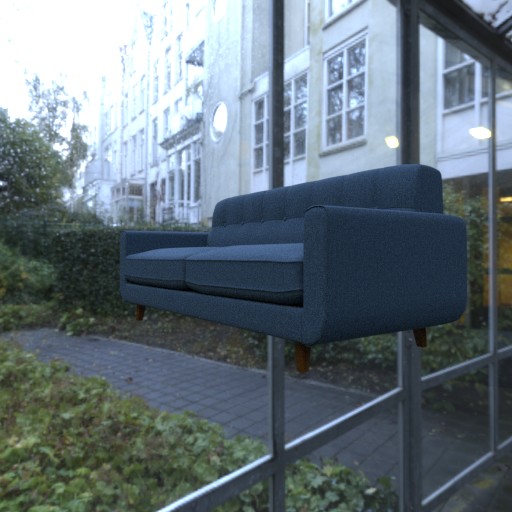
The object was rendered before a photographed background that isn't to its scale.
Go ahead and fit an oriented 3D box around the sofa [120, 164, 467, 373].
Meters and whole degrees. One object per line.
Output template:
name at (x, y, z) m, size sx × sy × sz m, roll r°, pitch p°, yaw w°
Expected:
sofa at (0.000, 0.000, 2.599) m, size 0.942 × 0.884 × 2.055 m, roll 0°, pitch 0°, yaw -36°
